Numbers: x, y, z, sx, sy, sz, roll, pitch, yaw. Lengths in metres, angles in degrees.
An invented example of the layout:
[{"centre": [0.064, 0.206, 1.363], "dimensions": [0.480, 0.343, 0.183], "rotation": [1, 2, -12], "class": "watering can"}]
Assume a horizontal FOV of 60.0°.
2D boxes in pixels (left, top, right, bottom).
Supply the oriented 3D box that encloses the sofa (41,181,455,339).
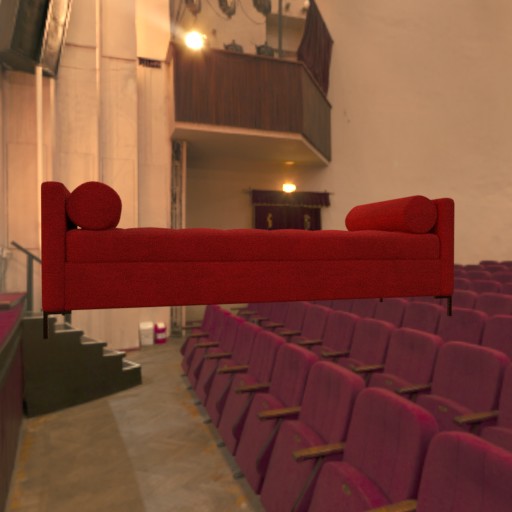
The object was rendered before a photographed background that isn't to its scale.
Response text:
[{"centre": [0.000, 0.000, 2.353], "dimensions": [1.981, 0.635, 0.686], "rotation": [0, 1, -18], "class": "sofa"}]
